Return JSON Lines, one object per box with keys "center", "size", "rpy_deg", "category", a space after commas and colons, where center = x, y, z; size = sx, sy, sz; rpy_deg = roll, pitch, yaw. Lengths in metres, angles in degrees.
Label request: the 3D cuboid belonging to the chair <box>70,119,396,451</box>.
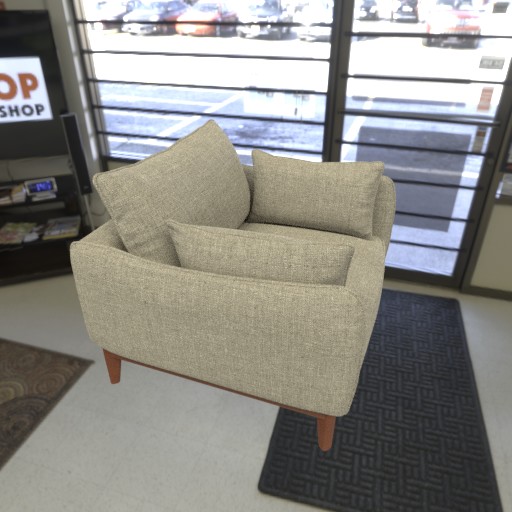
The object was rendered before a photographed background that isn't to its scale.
{"center": [0.000, 0.000, 1.738], "size": [0.976, 0.839, 0.993], "rpy_deg": [11, 33, 17], "category": "chair"}
